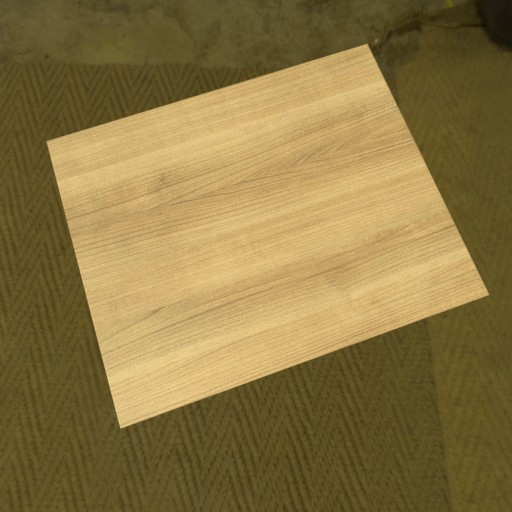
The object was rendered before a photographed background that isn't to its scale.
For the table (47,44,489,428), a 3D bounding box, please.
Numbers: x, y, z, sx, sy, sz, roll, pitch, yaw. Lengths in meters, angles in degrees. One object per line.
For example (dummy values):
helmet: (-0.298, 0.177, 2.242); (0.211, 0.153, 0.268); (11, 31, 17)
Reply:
table: (0.000, 0.000, 0.767); (0.445, 0.460, 0.380); (-19, 76, -5)
